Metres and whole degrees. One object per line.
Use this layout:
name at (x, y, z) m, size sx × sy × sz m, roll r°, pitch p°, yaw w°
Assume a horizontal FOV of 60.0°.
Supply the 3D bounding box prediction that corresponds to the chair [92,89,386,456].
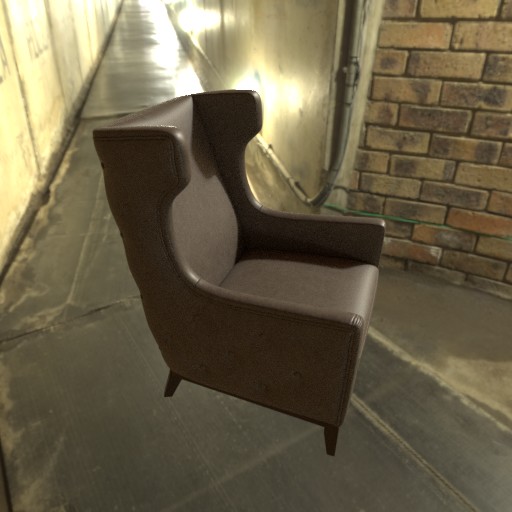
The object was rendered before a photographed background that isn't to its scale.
chair at (0.000, 0.000, 1.671) m, size 0.899 × 1.079 × 0.769 m, roll 10°, pitch 31°, yaw 17°
